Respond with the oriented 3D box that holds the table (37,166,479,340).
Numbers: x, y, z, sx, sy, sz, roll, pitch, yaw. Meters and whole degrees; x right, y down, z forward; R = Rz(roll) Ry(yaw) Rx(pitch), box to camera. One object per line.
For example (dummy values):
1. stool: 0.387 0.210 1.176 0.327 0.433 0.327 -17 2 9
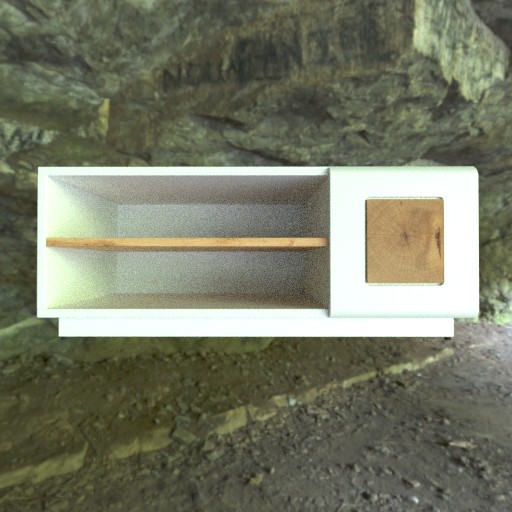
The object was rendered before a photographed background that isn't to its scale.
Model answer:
1. table: 0.000 0.000 1.406 1.097 0.442 0.639 0 -1 0
